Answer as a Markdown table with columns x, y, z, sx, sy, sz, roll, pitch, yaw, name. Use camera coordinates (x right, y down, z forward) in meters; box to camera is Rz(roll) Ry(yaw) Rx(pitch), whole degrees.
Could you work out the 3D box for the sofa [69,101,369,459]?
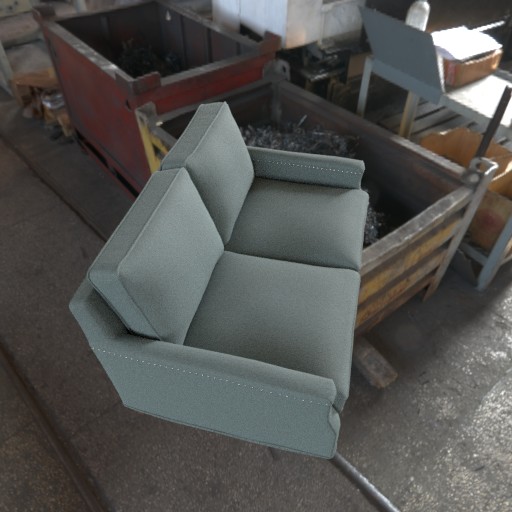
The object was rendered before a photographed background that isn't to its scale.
| x | y | z | sx | sy | sz | roll | pitch | yaw | name |
| --- | --- | --- | --- | --- | --- | --- | --- | --- | --- |
| 0.000 | 0.000 | 2.290 | 1.084 | 1.003 | 1.597 | 10 | 46 | 10 | sofa |
